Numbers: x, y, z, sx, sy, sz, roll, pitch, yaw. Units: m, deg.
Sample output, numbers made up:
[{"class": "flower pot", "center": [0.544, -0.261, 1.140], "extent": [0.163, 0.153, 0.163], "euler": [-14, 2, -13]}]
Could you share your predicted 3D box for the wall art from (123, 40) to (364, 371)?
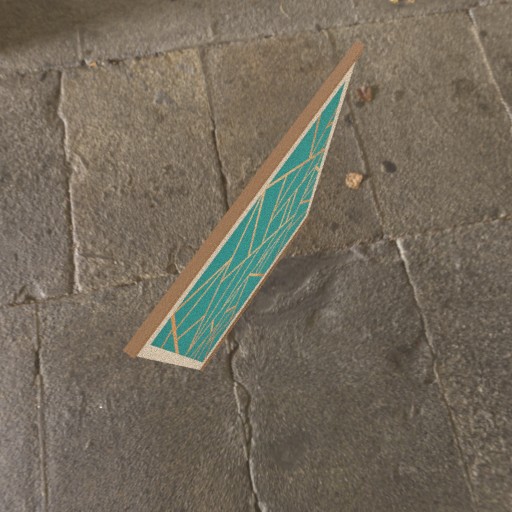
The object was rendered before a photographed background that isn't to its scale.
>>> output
[{"class": "wall art", "center": [0.000, 0.000, 0.791], "extent": [0.012, 0.608, 0.459], "euler": [33, 77, 9]}]
